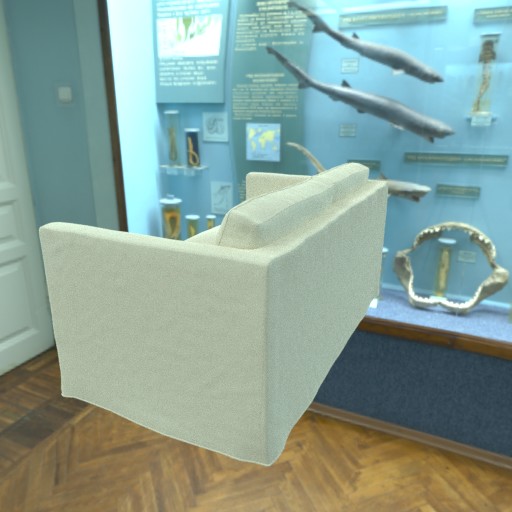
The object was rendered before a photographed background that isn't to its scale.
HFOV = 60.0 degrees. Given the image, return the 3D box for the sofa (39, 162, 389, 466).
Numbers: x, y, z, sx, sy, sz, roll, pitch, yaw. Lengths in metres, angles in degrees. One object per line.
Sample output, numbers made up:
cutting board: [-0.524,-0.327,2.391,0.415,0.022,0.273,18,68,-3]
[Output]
sofa: [0.000,0.000,2.230,0.962,0.834,1.746,9,20,25]
